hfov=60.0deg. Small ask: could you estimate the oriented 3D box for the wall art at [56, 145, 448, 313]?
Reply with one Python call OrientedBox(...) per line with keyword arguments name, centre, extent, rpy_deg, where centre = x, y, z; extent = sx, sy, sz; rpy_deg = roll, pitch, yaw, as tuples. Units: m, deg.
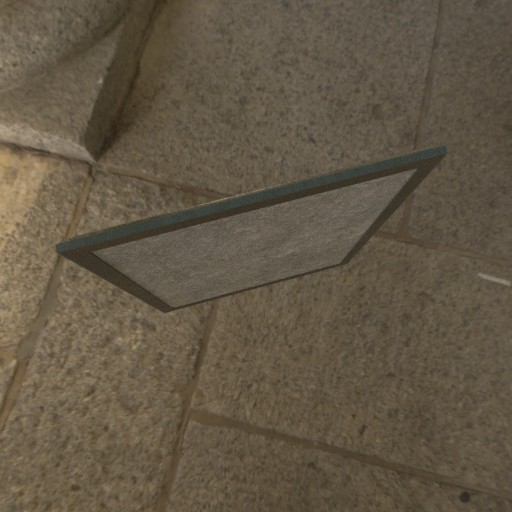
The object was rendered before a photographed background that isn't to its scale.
OrientedBox(name="wall art", centre=(0.000, 0.000, 1.319), extent=(0.767, 0.983, 0.030), rpy_deg=(-15, 77, -4))
